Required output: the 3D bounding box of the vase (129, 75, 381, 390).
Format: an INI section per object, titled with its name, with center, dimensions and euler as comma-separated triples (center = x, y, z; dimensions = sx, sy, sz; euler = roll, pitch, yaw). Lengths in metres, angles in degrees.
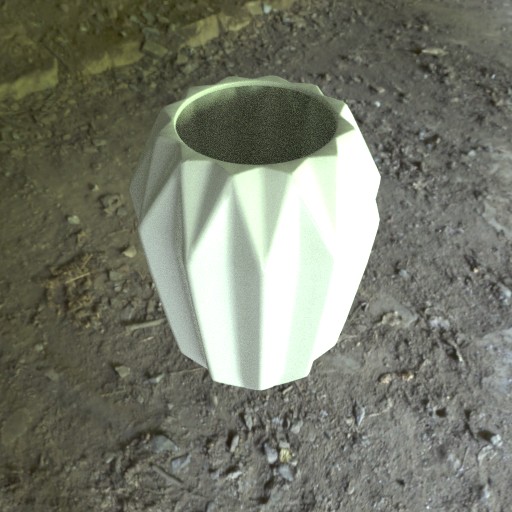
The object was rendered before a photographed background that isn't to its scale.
[vase]
center = 0.000, 0.000, 0.401
dimensions = 0.195, 0.275, 0.195
euler = 0, 47, 0
